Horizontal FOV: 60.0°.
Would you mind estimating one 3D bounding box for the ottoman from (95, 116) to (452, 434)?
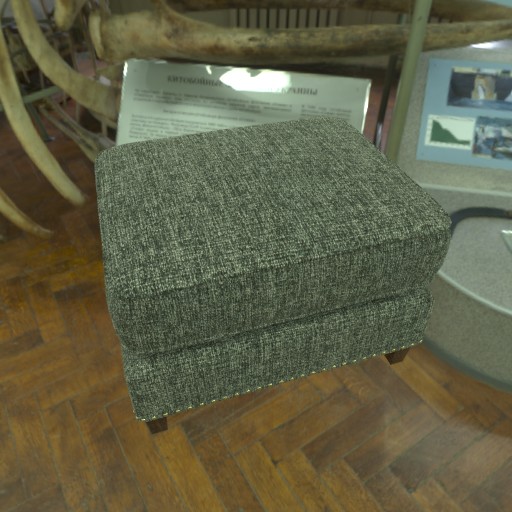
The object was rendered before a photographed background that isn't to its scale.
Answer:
[{"bbox_3d":[0.000,0.000,1.156,0.738,0.537,0.589,-12,42,-13],"label":"ottoman"}]
